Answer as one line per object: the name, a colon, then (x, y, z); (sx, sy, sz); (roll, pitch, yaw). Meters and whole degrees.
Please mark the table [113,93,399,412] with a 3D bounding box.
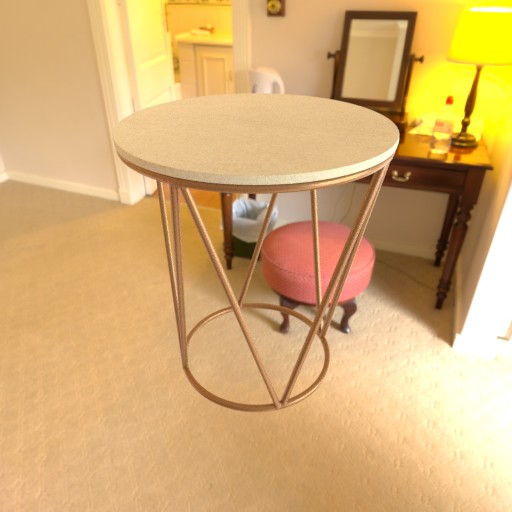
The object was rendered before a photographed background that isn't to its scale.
table: (0.000, 0.000, 0.949); (0.500, 0.564, 0.500); (0, 32, 0)
